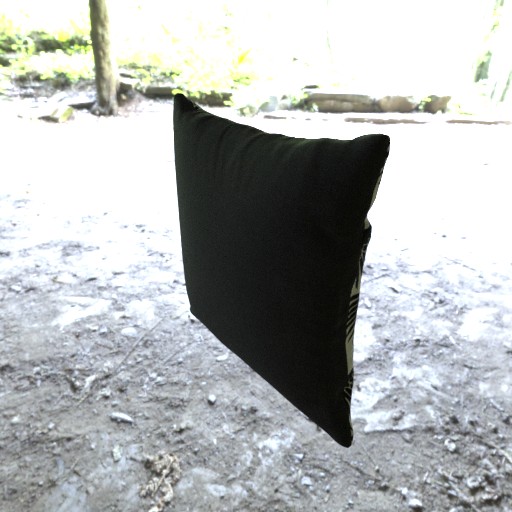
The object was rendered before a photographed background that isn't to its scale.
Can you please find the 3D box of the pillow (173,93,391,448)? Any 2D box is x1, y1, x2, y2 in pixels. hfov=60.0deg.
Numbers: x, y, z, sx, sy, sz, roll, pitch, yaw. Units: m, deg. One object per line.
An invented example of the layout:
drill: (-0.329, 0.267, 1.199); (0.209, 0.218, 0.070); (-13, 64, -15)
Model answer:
pillow: (0.000, 0.000, 0.677); (0.139, 0.432, 0.432); (-19, 32, -33)
